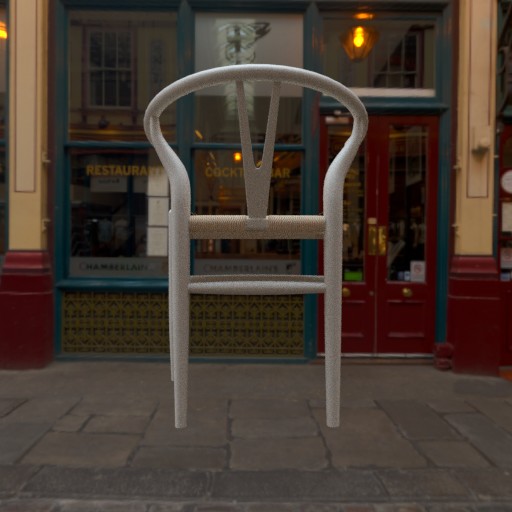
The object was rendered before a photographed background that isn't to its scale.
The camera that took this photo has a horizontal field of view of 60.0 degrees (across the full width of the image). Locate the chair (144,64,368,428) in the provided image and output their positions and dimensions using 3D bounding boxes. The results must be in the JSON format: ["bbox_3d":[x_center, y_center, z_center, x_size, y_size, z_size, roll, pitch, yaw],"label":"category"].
[{"bbox_3d":[0.000,0.000,1.089,0.533,0.736,0.500,0,0,-1],"label":"chair"}]
